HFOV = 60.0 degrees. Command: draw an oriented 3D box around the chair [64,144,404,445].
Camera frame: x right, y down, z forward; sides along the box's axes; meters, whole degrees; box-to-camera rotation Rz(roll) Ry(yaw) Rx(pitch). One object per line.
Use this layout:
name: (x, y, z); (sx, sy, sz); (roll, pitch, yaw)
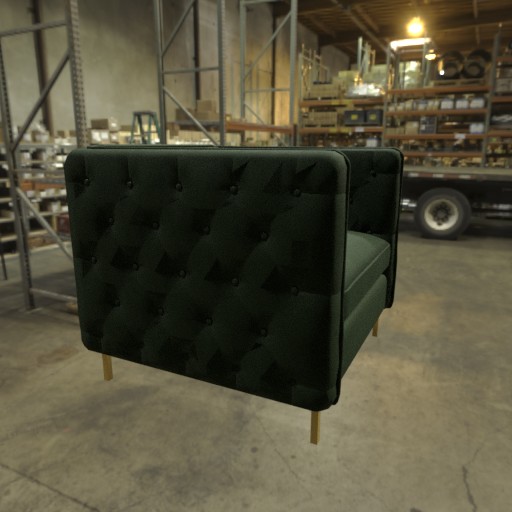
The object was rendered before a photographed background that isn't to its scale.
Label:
chair: (0.000, 0.000, 1.571); (0.855, 0.768, 0.917); (7, 16, 26)
